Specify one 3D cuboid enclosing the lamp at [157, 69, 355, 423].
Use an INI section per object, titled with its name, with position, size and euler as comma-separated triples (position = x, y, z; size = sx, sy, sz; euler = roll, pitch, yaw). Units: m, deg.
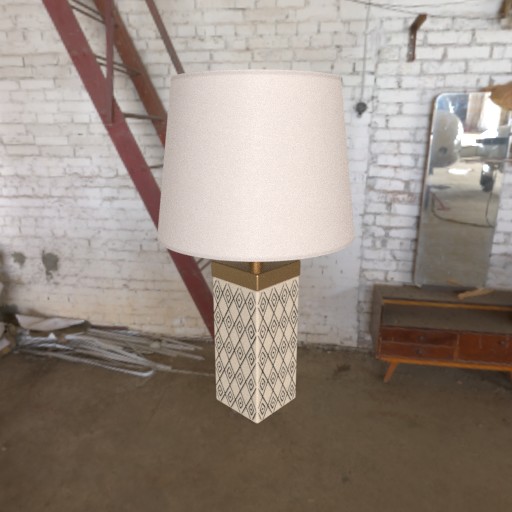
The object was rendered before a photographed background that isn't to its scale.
[lamp]
position = 0.000, 0.000, 0.585
size = 0.251, 0.435, 0.251
euler = 0, 17, 0
